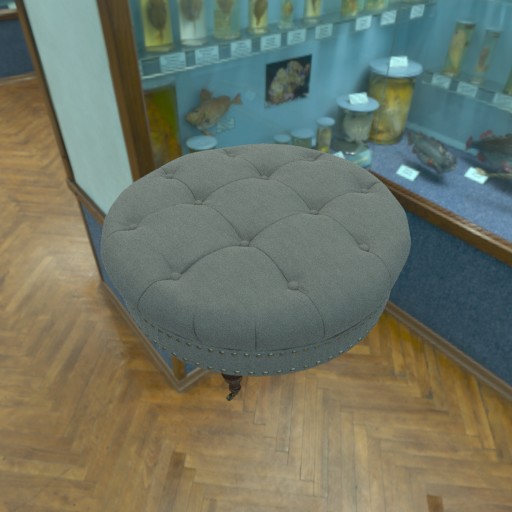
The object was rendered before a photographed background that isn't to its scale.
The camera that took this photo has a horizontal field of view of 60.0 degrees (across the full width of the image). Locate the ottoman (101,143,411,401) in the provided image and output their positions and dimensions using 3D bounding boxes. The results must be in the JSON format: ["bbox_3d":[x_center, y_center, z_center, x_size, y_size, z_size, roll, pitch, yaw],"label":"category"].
[{"bbox_3d":[0.000,0.000,1.420,0.901,0.439,0.901,0,40,0],"label":"ottoman"}]
